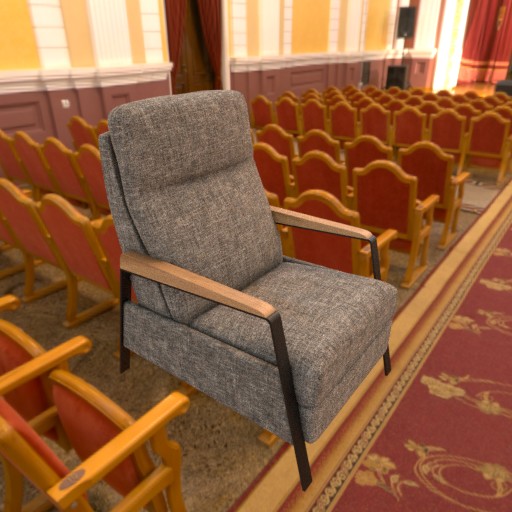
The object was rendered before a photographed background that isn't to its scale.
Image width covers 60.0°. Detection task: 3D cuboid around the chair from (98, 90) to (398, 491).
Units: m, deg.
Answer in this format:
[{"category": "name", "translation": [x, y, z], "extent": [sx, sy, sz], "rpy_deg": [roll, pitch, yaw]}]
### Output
[{"category": "chair", "translation": [0.000, 0.000, 1.559], "extent": [0.868, 1.042, 0.671], "rpy_deg": [18, 32, 33]}]
